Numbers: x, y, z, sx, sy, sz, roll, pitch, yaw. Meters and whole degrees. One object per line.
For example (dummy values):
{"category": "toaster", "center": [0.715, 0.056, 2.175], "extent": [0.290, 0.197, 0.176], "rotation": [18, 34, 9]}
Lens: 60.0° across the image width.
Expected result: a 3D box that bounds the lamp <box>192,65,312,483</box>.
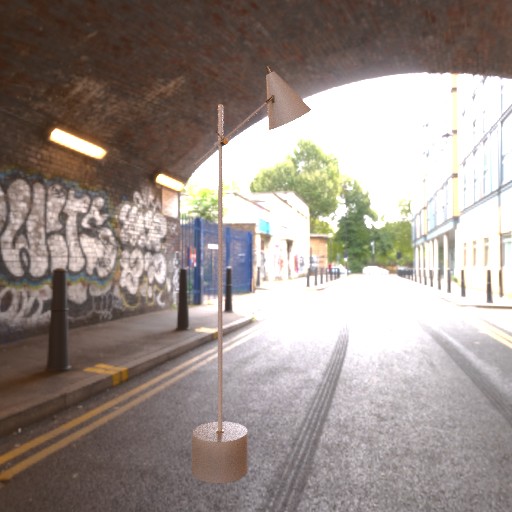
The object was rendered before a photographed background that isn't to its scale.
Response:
{"category": "lamp", "center": [0.000, 0.000, 1.601], "extent": [0.508, 1.430, 0.223], "rotation": [1, -1, -36]}
